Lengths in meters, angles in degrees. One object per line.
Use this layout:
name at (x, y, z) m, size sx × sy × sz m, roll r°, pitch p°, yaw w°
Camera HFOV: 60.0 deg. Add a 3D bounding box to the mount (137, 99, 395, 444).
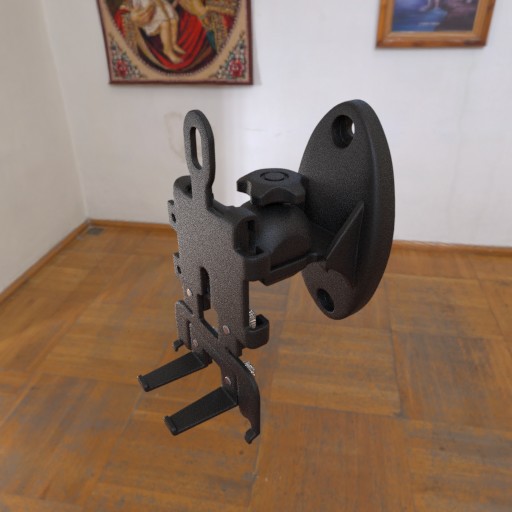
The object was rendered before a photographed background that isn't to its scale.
mount at (0.000, 0.000, 0.176) m, size 0.100 × 0.118 × 0.066 m, roll -20°, pitch 36°, yaw -30°
